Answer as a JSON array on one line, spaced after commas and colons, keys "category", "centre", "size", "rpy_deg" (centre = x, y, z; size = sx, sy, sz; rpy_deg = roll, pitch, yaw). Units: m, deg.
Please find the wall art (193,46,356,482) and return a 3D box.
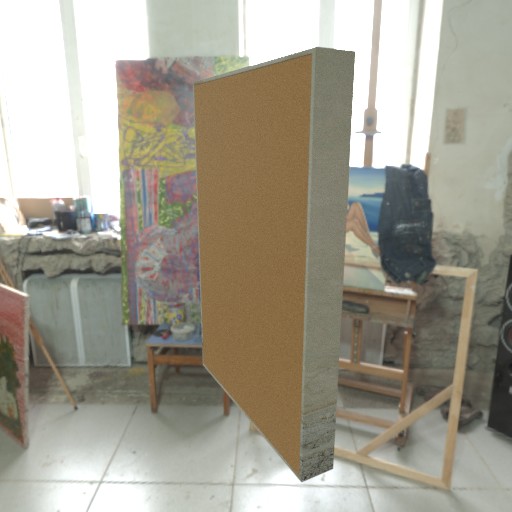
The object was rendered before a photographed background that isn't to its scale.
[{"category": "wall art", "centre": [0.000, 0.000, 0.488], "size": [0.038, 0.381, 0.254], "rpy_deg": [-8, 17, -27]}]
